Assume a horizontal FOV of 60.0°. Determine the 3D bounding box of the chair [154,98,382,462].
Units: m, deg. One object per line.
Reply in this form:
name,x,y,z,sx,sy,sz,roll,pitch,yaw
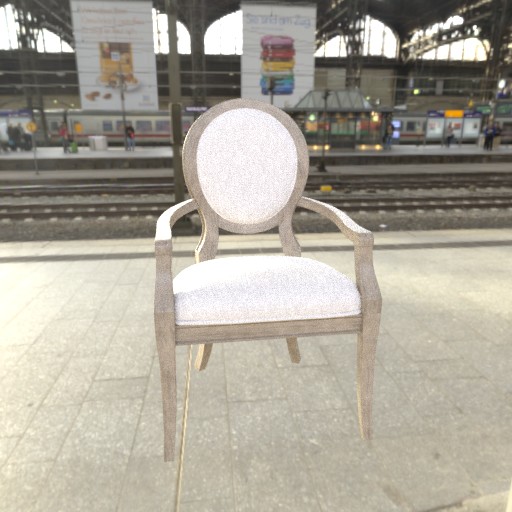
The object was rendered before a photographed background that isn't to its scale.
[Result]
chair,0.000,0.000,1.422,0.611,0.991,0.602,-2,16,-8
